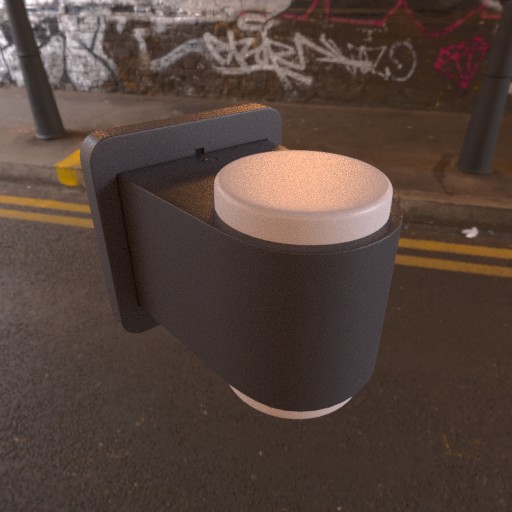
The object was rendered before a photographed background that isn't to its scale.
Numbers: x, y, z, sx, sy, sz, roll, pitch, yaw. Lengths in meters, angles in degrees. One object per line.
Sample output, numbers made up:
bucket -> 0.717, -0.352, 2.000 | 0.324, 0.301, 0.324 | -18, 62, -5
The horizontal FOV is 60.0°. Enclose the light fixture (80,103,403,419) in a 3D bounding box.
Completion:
light fixture -> 0.000, 0.000, 0.209 | 0.109, 0.109, 0.132 | -22, 38, -32
